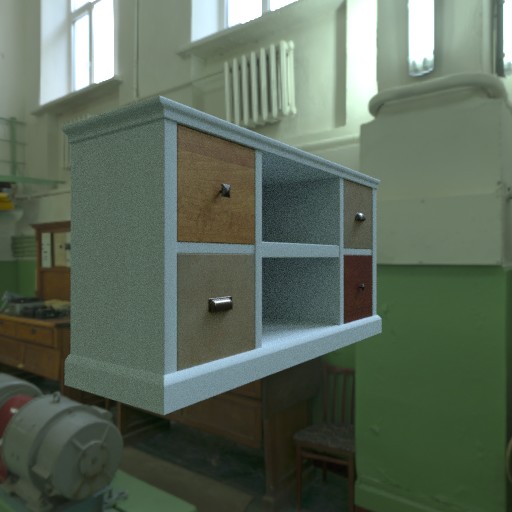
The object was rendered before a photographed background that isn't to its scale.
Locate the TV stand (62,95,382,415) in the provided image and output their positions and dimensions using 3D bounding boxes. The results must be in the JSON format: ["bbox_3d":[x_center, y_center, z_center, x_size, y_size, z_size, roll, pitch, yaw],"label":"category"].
[{"bbox_3d":[0.000,0.000,1.458,0.424,0.624,1.187,0,0,36],"label":"TV stand"}]
